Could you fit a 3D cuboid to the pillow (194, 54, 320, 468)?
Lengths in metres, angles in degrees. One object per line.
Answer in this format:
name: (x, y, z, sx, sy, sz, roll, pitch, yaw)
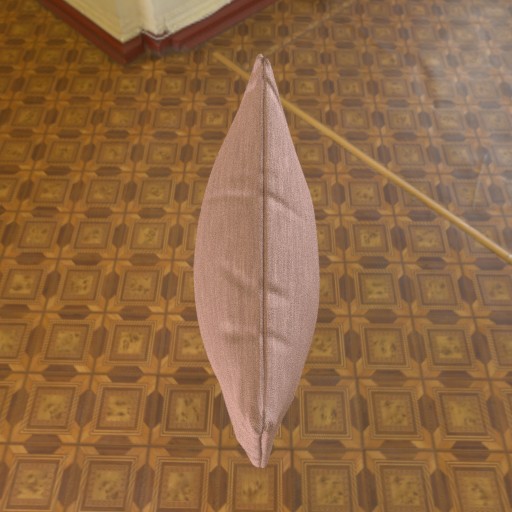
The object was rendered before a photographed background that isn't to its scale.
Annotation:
pillow: (0.000, 0.000, 0.762, 0.210, 0.338, 0.633, 0, 60, 0)
